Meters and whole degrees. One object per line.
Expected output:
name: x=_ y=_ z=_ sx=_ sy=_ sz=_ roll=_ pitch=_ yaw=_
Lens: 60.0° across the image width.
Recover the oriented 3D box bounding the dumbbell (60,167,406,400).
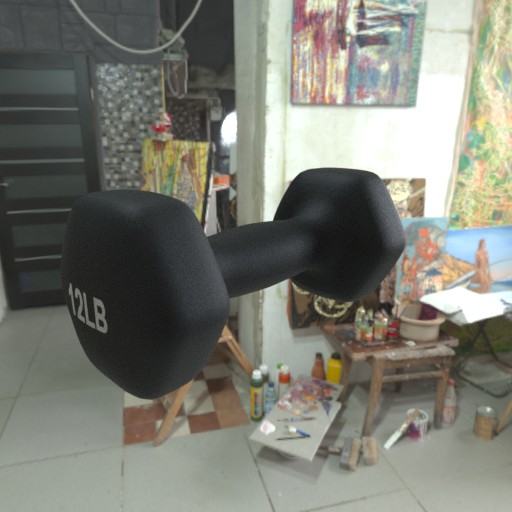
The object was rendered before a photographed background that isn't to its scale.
dumbbell: x=0.000 y=0.000 z=0.291 sx=0.231 sy=0.101 sz=0.112 roll=-16 pitch=22 yaw=-42
